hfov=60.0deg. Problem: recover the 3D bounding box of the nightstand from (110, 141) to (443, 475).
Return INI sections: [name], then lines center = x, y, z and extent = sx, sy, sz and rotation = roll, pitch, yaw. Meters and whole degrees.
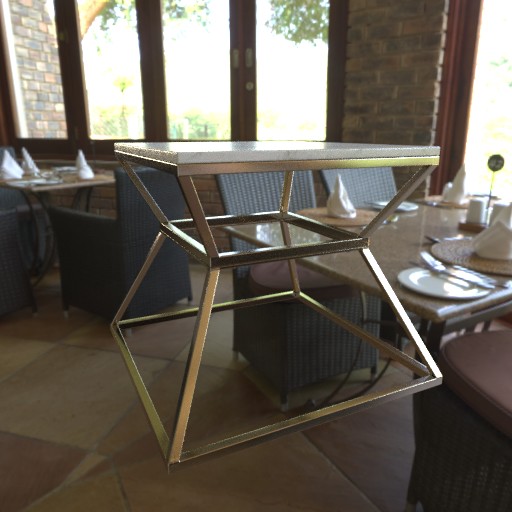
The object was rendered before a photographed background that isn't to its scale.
[nightstand]
center = 0.000, 0.000, 0.875
extent = 0.514, 0.426, 0.513
rotation = -8, 17, -25
